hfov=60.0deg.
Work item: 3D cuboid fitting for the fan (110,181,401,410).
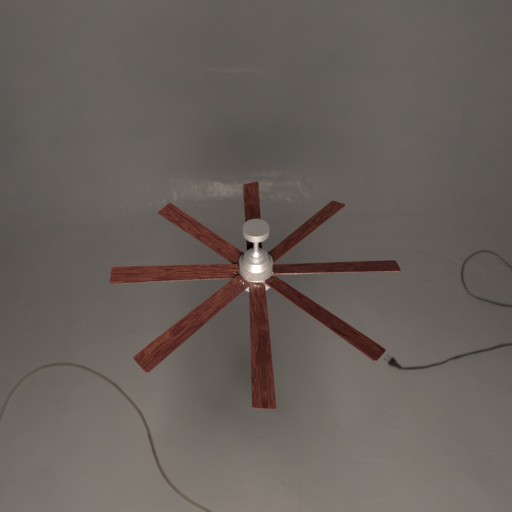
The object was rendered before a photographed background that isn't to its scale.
[{"bbox_3d":[0.000,0.000,2.718,1.830,0.472,1.830,-2,46,-2],"label":"fan"}]
